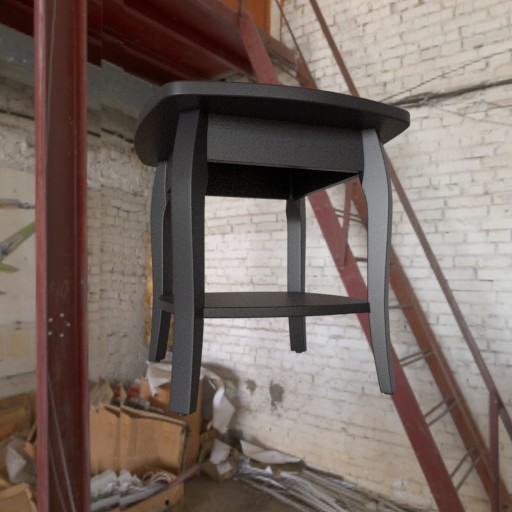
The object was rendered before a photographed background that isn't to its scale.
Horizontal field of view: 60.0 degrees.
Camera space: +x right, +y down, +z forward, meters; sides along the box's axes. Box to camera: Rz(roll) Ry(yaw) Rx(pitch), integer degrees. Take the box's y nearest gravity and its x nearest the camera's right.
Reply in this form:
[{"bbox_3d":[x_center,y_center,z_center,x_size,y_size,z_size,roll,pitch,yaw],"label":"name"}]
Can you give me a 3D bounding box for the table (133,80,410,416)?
[{"bbox_3d":[0.000,0.000,0.853,0.457,0.457,0.508,0,-2,-18],"label":"table"}]
